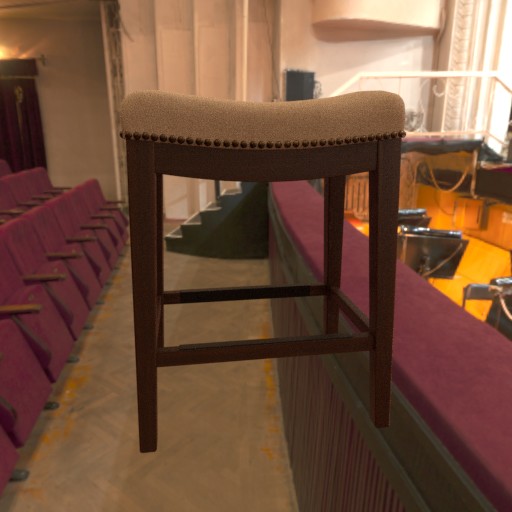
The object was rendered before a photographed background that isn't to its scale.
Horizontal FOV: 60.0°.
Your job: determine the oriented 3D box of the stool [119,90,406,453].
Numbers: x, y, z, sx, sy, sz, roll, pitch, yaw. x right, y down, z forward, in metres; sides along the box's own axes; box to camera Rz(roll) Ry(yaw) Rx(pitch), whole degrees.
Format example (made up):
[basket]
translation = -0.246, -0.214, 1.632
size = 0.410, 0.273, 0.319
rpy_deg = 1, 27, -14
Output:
[stool]
translation = 0.000, 0.000, 0.970
size = 0.509, 0.669, 0.363
rpy_deg = -2, 16, -9
